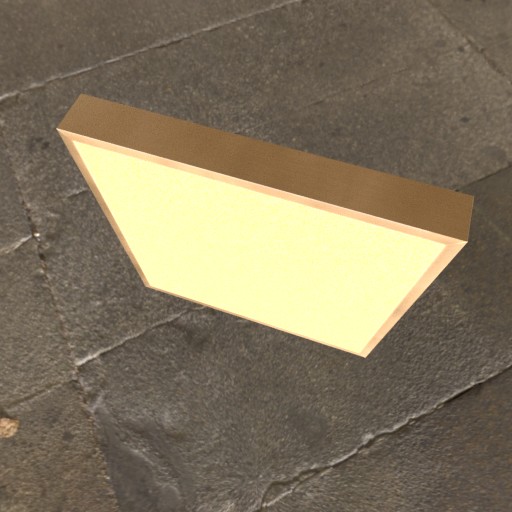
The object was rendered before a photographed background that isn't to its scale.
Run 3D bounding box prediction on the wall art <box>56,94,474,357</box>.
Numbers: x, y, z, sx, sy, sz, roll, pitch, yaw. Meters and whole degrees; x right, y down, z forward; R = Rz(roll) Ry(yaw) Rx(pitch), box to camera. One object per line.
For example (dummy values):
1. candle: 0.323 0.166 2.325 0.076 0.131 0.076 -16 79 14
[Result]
1. wall art: 0.000 0.000 0.455 0.305 0.303 0.038 17 64 8
